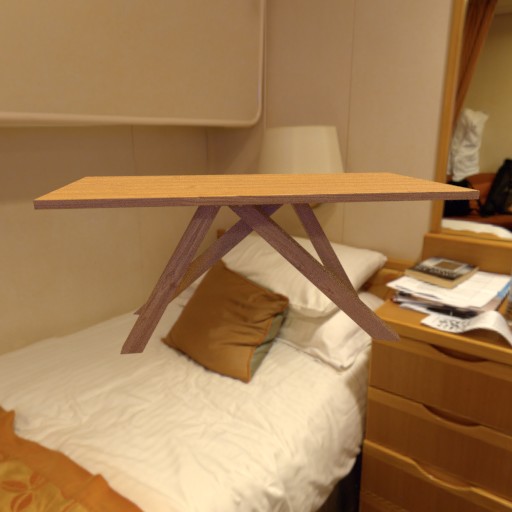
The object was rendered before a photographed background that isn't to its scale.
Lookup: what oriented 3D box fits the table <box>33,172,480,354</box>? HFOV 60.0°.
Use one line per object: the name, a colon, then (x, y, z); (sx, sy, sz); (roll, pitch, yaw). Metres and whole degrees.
table: (0.000, 0.000, 2.290); (1.797, 0.750, 0.901); (-2, 16, -8)
